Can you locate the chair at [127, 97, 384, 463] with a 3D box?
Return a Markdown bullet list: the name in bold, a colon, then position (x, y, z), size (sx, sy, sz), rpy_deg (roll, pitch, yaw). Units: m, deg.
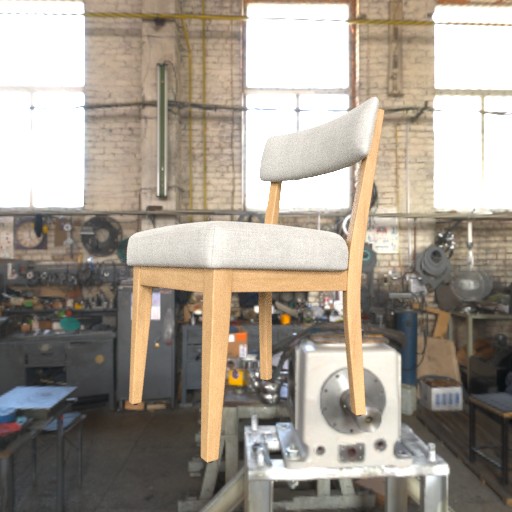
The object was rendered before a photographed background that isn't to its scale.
- **chair**: position (0.000, 0.000, 1.218), size (0.572, 0.832, 0.508), rpy_deg (0, -1, -35)
